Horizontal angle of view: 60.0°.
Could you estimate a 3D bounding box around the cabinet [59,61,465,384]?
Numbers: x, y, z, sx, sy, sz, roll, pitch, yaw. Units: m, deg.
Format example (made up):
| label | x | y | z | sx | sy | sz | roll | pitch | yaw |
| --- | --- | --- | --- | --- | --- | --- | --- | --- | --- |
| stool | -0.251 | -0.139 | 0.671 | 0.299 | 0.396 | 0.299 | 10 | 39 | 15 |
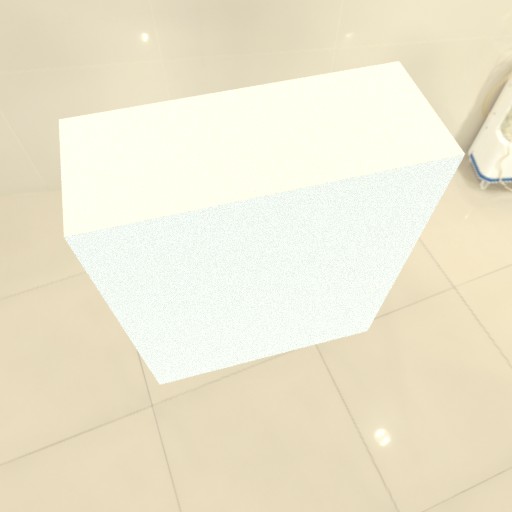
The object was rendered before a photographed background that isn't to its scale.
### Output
| label | x | y | z | sx | sy | sz | roll | pitch | yaw |
| --- | --- | --- | --- | --- | --- | --- | --- | --- | --- |
| cabinet | 0.000 | 0.000 | 1.671 | 1.000 | 1.190 | 0.400 | -13 | 59 | -8 |
